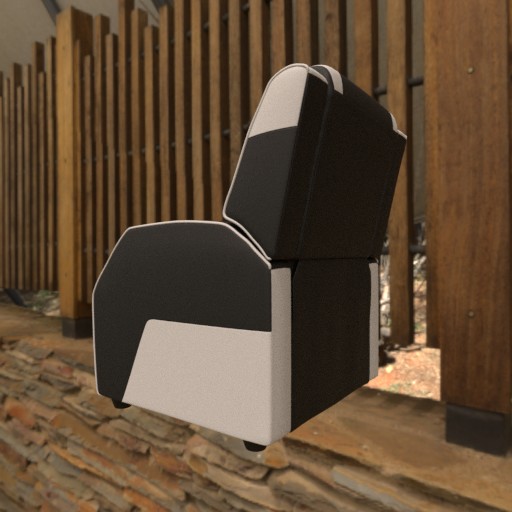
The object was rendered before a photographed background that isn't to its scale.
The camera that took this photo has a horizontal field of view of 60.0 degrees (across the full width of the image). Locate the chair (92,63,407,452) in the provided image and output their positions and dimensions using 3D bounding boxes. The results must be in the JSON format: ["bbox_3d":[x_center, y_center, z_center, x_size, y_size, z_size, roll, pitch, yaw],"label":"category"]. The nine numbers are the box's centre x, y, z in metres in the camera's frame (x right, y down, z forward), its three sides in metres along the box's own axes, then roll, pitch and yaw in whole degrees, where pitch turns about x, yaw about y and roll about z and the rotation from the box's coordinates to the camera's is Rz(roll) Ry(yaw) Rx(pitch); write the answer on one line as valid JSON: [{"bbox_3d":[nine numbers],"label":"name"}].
[{"bbox_3d":[0.000,0.000,1.252,0.672,0.805,0.620,0,1,35],"label":"chair"}]
